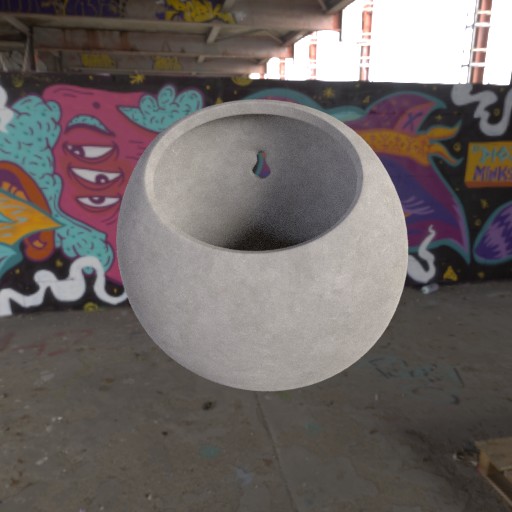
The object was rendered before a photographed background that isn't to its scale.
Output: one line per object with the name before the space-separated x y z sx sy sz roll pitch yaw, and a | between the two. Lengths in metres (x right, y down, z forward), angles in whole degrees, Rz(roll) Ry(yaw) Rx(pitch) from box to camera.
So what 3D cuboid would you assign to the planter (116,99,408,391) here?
planter | 0.000 0.000 0.281 0.185 0.188 0.071 2 15 9
